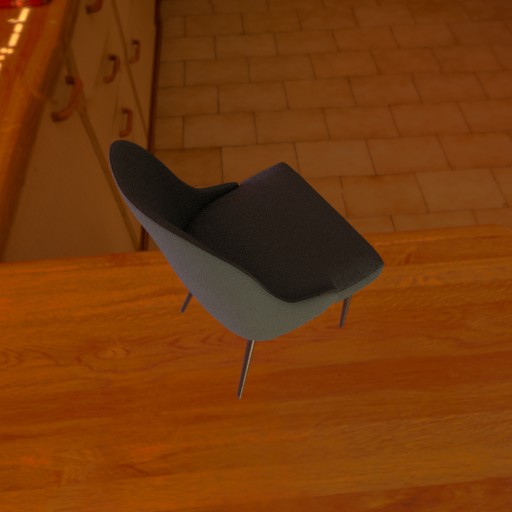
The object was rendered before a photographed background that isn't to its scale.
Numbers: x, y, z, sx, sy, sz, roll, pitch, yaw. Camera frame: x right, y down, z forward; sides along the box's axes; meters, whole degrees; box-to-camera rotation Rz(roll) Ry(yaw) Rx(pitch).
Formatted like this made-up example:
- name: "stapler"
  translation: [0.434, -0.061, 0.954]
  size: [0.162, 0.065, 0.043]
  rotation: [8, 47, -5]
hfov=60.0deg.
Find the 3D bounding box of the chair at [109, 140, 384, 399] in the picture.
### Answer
- name: "chair"
  translation: [0.000, 0.000, 1.220]
  size: [0.559, 0.896, 0.478]
  rotation: [-31, 62, -18]
